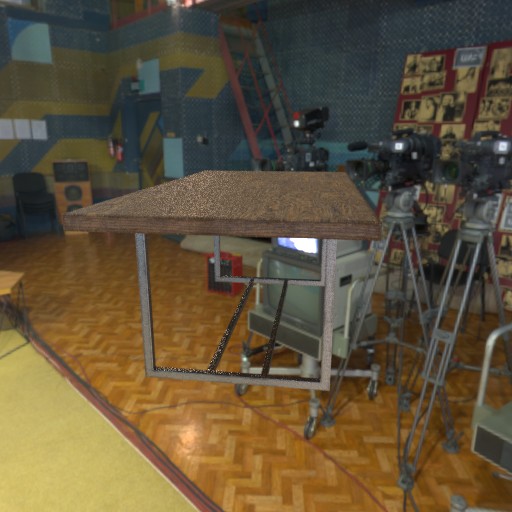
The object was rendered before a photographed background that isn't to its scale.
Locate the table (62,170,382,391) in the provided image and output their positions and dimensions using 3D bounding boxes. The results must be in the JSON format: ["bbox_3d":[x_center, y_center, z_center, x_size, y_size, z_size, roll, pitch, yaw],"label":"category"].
[{"bbox_3d":[0.000,0.000,2.511,1.078,0.795,1.989,2,15,8],"label":"table"}]
